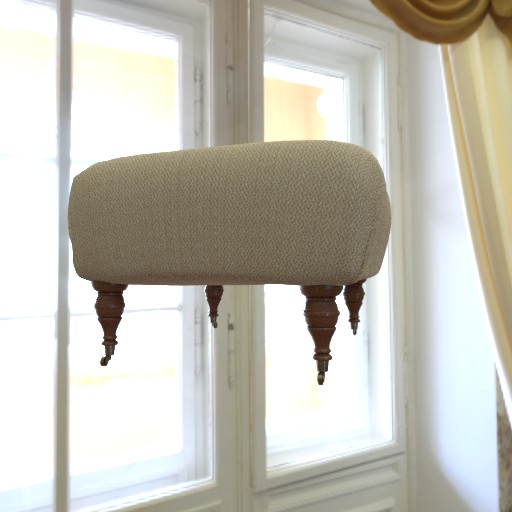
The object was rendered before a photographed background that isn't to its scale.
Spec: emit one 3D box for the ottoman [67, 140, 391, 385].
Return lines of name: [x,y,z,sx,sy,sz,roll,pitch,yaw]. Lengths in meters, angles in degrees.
ottoman: [0.000,0.000,1.082,0.622,0.447,0.684,0,-1,18]
